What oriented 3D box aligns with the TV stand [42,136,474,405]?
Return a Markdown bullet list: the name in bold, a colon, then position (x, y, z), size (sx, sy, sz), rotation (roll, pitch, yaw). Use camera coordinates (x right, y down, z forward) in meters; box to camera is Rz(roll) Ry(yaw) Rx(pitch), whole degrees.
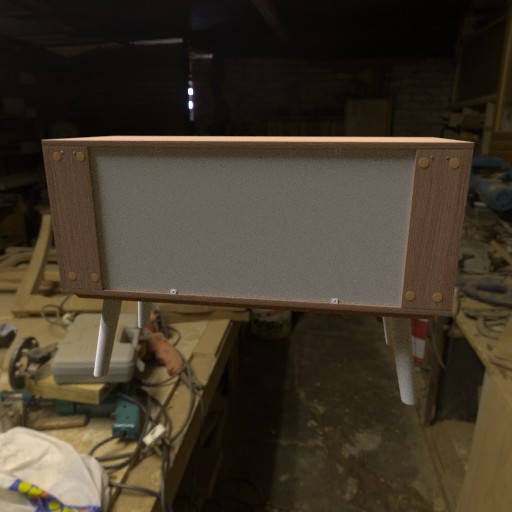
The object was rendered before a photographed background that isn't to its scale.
- **TV stand**: position (0.000, 0.000, 1.288), size (0.991, 0.660, 0.407), rotation (3, 17, 8)
